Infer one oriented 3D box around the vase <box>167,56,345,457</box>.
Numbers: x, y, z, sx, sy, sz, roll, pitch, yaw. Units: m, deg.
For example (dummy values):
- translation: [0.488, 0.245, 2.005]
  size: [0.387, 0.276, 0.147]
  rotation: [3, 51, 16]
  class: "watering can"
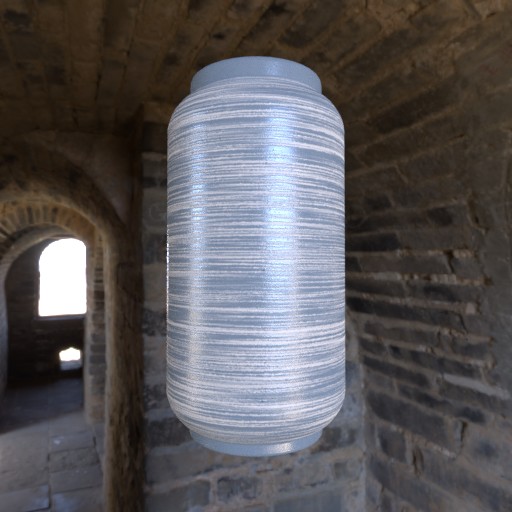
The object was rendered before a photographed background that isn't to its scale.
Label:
- translation: [0.000, 0.000, 0.296]
  size: [0.116, 0.230, 0.116]
  rotation: [0, -1, 0]
  class: "vase"
